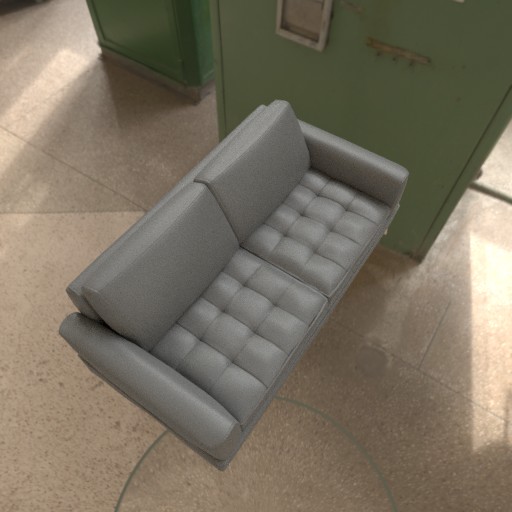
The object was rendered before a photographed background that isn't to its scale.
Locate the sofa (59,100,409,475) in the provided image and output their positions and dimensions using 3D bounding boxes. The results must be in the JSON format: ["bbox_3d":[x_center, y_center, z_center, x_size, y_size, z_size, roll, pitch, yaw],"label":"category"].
[{"bbox_3d":[0.000,0.000,2.753,1.121,0.930,2.177,30,62,18],"label":"sofa"}]
